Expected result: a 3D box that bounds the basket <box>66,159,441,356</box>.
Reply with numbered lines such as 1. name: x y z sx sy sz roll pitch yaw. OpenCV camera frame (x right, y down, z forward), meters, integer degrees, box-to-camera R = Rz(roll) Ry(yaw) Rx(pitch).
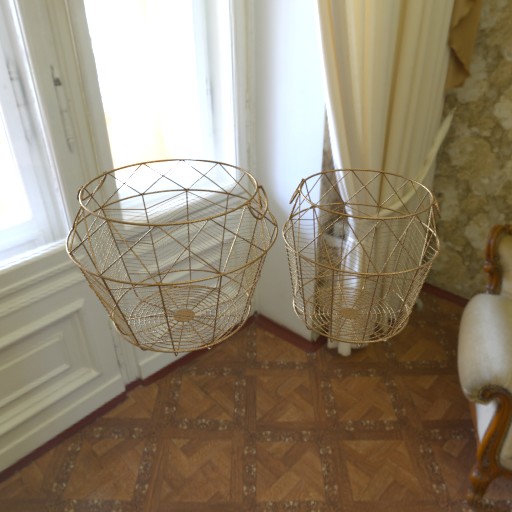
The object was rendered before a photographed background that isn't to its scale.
1. basket: 0.000 0.000 1.014 0.805 0.343 0.451 -1 30 -1
